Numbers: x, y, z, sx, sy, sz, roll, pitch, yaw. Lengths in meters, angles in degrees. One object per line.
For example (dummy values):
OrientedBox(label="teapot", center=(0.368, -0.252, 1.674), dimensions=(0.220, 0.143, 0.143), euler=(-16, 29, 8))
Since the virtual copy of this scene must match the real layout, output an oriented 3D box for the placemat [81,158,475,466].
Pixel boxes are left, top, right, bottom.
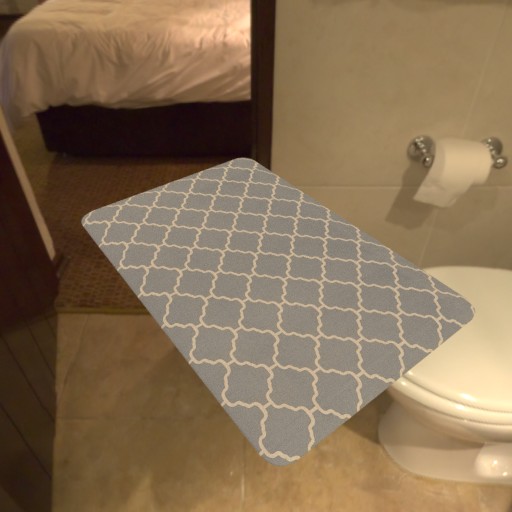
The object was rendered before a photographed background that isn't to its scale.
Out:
OrientedBox(label="placemat", center=(0.000, 0.000, 0.951), dimensions=(0.508, 0.021, 0.762), euler=(-27, 47, -27))
